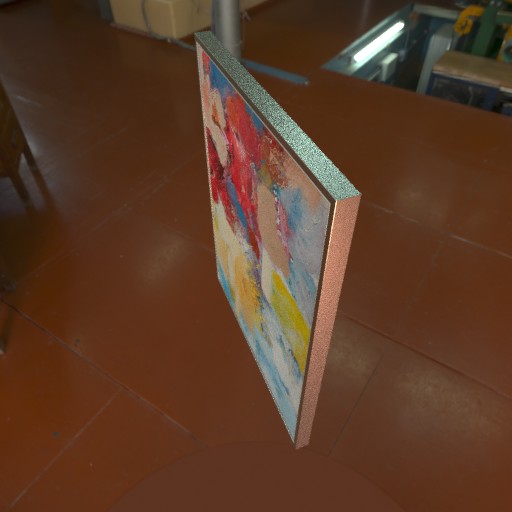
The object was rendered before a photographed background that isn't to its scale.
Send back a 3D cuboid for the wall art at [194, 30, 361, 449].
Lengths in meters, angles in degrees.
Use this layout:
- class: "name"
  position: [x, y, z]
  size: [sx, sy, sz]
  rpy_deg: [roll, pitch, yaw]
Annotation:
- class: "wall art"
  position: [0.000, 0.000, 0.743]
  size: [0.025, 0.569, 0.444]
  rpy_deg: [-16, 48, -15]
